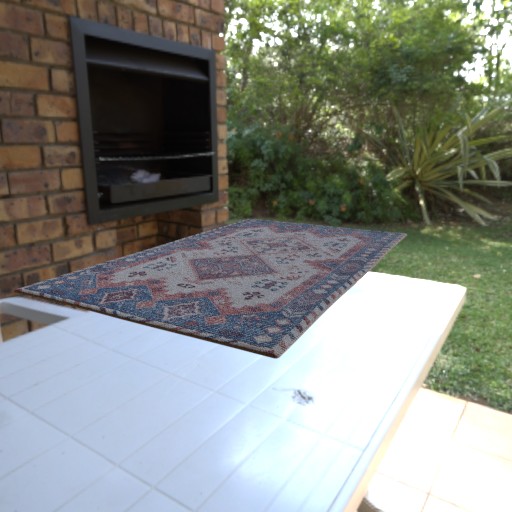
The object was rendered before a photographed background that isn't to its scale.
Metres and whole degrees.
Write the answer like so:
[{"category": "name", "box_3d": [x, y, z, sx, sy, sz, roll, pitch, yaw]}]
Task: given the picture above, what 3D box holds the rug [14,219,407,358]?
[{"category": "rug", "box_3d": [0.000, 0.000, 2.980, 1.521, 0.023, 2.464, 8, 17, 28]}]
